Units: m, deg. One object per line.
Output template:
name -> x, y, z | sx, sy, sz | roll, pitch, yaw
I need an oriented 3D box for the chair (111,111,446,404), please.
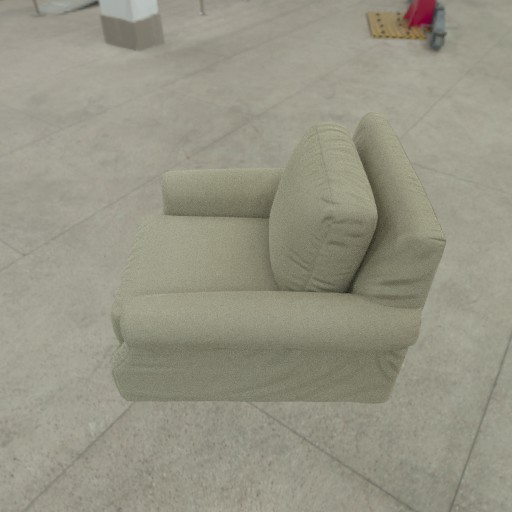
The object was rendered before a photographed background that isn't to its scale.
chair -> 0.000, 0.000, 1.731 | 1.066, 0.866, 0.940 | 0, 41, 0
